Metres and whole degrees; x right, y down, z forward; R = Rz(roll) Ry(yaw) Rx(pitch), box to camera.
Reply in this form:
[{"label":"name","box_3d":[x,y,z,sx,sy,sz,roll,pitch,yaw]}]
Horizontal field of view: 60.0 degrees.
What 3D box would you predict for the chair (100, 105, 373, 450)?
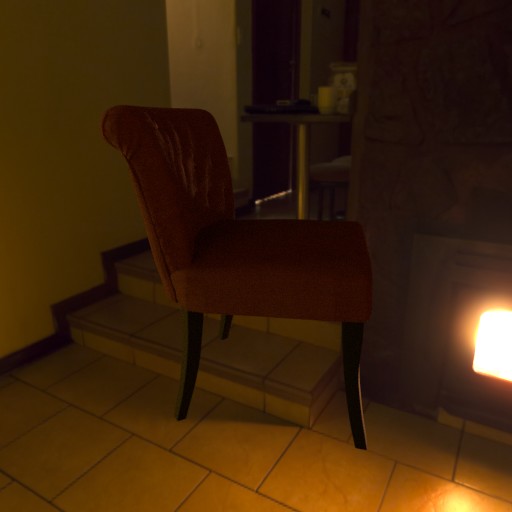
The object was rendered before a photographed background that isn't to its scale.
[{"label":"chair","box_3d":[0.000,0.000,1.175,0.605,0.750,0.582,3,18,10]}]
